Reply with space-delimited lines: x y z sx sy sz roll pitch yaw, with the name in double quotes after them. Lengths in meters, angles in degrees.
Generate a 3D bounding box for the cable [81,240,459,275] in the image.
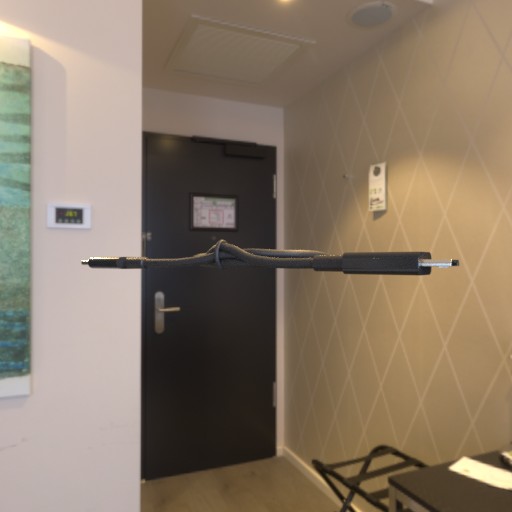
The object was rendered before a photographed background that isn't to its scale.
0.000 0.000 0.213 0.192 0.014 0.070 -1 -1 37 "cable"
